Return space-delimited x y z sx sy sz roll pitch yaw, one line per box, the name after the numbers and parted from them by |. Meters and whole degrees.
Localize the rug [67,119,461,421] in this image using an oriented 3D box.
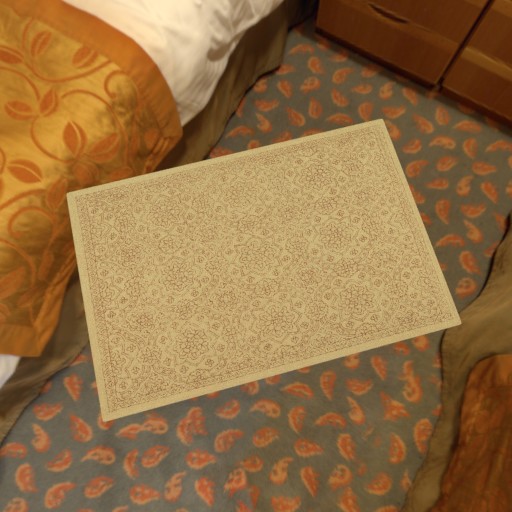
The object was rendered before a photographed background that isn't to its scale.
0.000 0.000 2.332 1.829 0.010 1.219 -14 75 -4 | rug
